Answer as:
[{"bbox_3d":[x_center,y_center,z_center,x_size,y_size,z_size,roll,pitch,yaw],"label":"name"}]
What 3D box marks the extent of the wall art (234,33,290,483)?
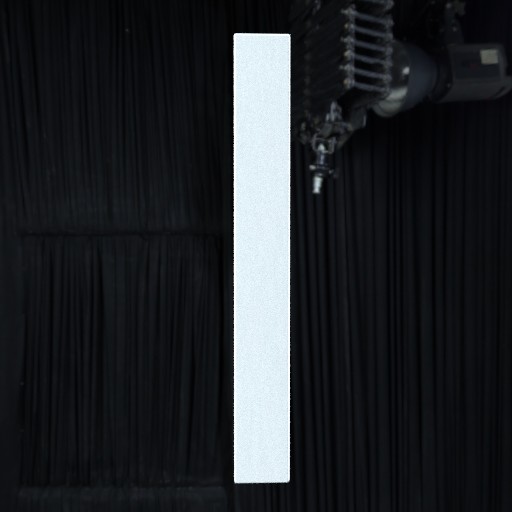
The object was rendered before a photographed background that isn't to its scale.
[{"bbox_3d":[0.000,0.000,0.452,0.038,0.305,0.305,0,1,-2],"label":"wall art"}]
